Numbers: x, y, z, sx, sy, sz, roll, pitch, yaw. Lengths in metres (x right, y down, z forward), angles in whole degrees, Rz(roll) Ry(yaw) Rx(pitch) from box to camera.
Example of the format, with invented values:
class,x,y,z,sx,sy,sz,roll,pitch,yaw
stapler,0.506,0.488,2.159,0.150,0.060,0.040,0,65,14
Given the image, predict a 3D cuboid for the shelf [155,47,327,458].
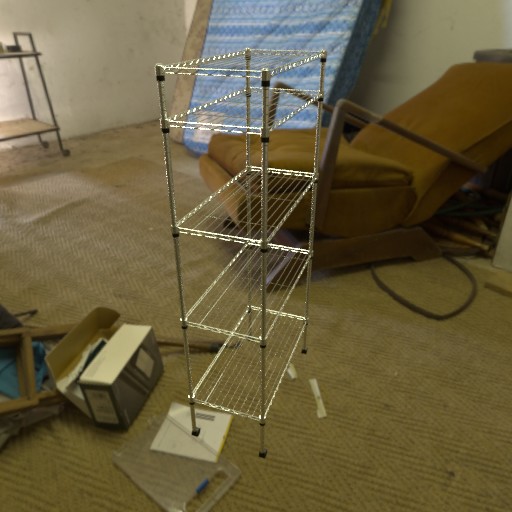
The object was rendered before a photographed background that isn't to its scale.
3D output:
class,x,y,z,sx,sy,sz,roll,pitch,yaw
shelf,0.000,0.000,1.921,0.356,1.587,0.762,10,30,18
